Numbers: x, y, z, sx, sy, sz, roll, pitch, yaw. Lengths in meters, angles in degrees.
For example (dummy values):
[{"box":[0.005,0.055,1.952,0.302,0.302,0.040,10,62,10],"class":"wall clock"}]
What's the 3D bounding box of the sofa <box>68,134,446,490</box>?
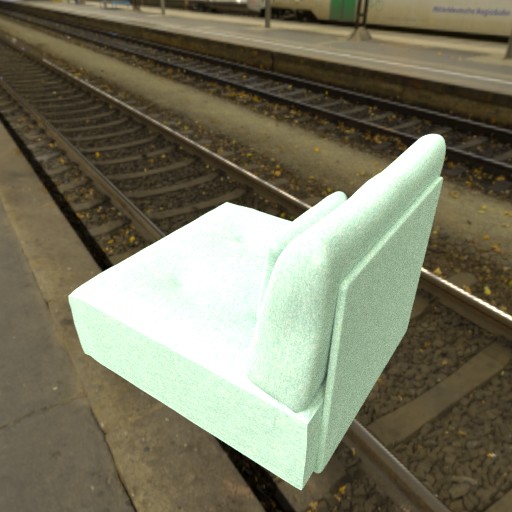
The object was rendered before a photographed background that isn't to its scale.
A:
[{"box":[0.000,0.000,1.605,1.000,0.820,0.930,20,37,29],"class":"sofa"}]
